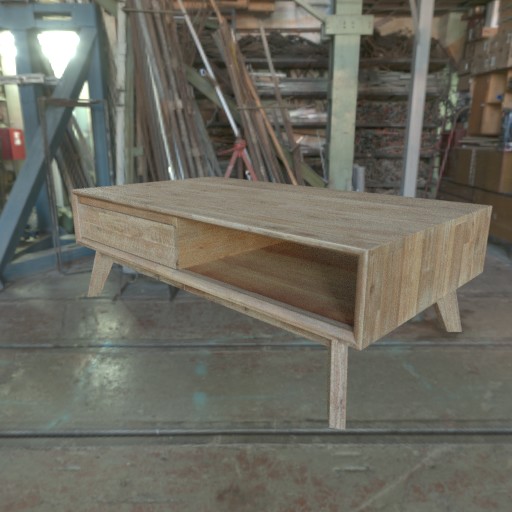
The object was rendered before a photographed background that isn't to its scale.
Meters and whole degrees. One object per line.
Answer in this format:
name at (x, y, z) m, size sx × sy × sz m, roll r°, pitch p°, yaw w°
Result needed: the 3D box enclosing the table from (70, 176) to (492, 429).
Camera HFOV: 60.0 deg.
table at (0.000, 0.000, 1.982) m, size 1.619 × 0.531 × 0.918 m, roll 15°, pitch 21°, yaw 42°
